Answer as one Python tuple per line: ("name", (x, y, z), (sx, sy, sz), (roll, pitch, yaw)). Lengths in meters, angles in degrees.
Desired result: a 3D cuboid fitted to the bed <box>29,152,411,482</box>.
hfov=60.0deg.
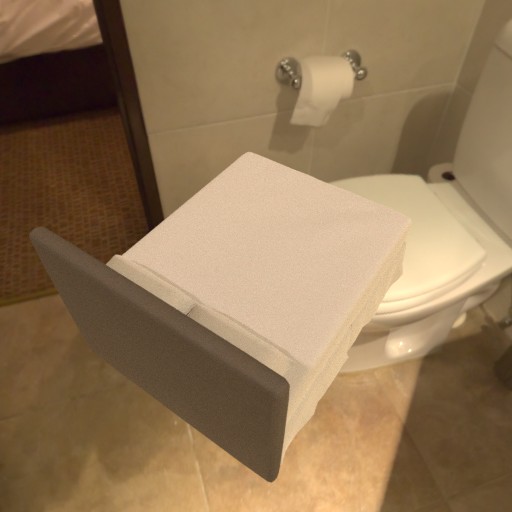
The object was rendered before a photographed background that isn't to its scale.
("bed", (0.000, 0.000, 3.166), (1.723, 1.330, 2.142), (27, 54, 22))
